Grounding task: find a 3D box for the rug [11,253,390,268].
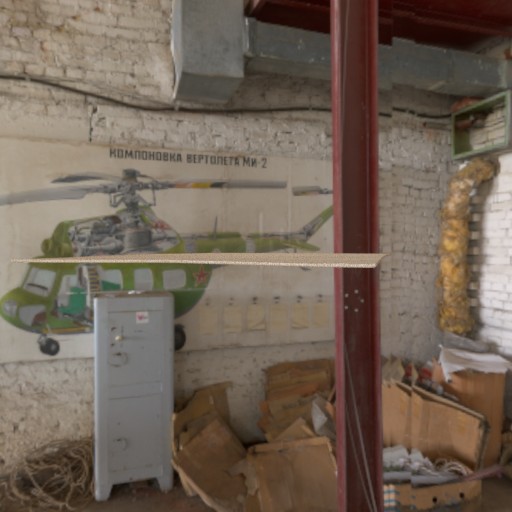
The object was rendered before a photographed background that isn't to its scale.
[{"bbox_3d":[0.000,0.000,3.593,2.032,0.038,2.869,0,1,18],"label":"rug"}]
